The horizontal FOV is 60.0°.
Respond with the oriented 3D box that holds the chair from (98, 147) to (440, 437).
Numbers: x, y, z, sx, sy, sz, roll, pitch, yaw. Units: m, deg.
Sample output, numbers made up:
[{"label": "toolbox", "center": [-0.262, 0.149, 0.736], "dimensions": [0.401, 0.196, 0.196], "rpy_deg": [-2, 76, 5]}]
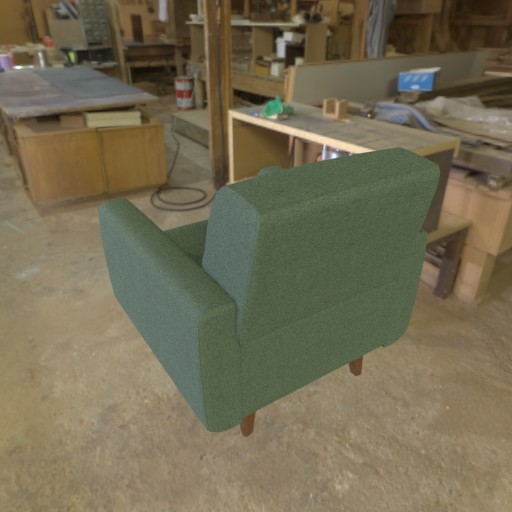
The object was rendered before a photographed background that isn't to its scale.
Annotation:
[{"label": "chair", "center": [0.000, 0.000, 1.543], "dimensions": [0.831, 0.841, 0.909], "rpy_deg": [-18, 34, -28]}]
